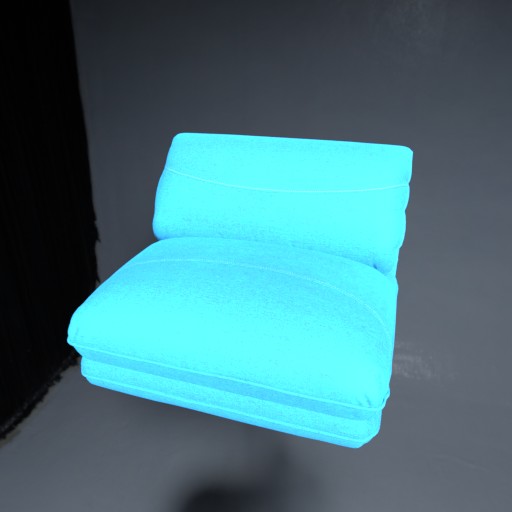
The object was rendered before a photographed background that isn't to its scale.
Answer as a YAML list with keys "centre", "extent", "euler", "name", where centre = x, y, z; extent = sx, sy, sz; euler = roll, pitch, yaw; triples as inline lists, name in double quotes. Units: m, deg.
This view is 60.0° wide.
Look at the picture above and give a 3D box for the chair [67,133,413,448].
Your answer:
- centre: [0.000, 0.000, 1.296]
  extent: [0.820, 0.580, 0.780]
  euler: [8, 27, 16]
  name: "chair"
